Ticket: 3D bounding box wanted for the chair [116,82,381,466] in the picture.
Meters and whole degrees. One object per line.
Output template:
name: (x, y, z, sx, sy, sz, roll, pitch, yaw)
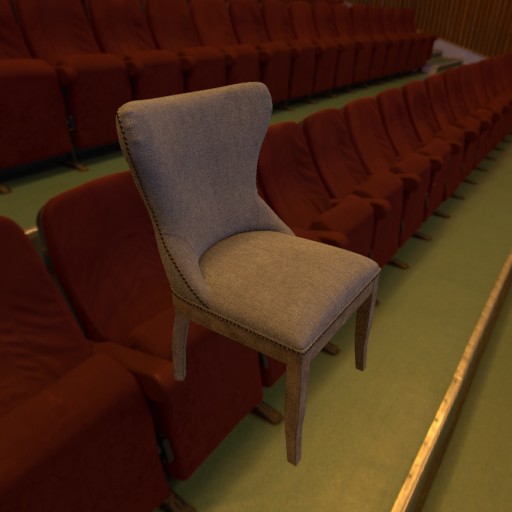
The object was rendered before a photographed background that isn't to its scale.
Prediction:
chair: (0.000, 0.000, 1.466, 0.681, 1.002, 0.654, 18, 33, 31)
